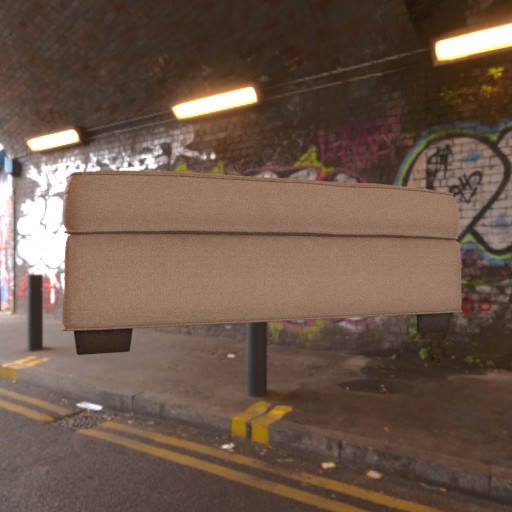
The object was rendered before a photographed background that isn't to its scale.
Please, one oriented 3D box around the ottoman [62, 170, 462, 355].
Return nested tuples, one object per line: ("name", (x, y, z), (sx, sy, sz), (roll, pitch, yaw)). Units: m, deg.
("ottoman", (0.000, 0.000, 1.423), (1.097, 0.448, 0.617), (0, 0, -18))
